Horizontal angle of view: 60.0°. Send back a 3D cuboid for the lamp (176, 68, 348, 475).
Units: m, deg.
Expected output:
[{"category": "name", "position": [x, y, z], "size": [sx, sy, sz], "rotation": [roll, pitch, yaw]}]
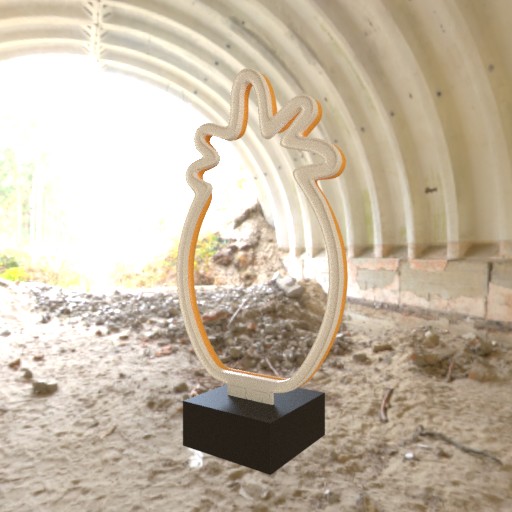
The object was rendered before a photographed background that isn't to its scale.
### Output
[{"category": "lamp", "position": [0.000, 0.000, 0.382], "size": [0.167, 0.317, 0.088], "rotation": [0, 0, 35]}]
